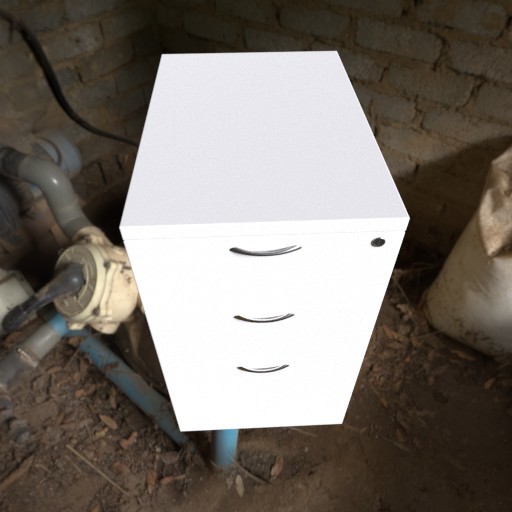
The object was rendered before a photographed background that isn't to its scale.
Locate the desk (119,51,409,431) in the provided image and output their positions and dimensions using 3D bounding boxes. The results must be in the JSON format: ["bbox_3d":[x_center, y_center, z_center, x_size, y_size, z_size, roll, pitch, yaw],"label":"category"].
[{"bbox_3d":[0.000,0.000,1.076,0.404,0.730,0.600,-2,46,-2],"label":"desk"}]
